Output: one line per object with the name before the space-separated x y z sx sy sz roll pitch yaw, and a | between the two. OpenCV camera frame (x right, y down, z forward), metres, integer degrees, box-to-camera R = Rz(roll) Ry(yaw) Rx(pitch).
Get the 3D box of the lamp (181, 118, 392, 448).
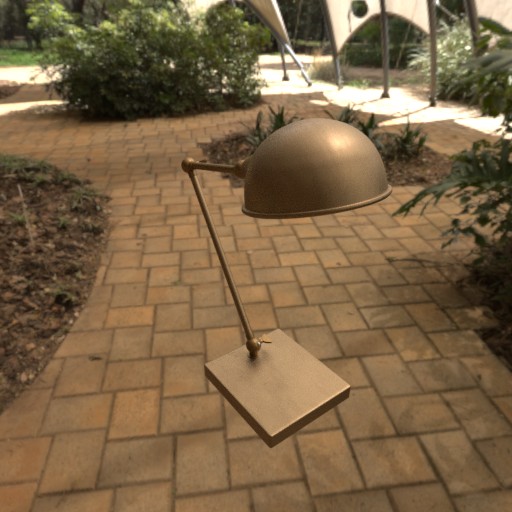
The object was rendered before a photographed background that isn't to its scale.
lamp | 0.000 0.000 0.563 0.149 0.371 0.339 -20 35 -31
